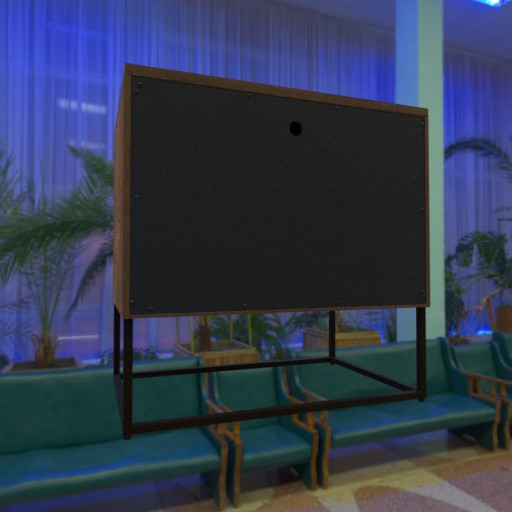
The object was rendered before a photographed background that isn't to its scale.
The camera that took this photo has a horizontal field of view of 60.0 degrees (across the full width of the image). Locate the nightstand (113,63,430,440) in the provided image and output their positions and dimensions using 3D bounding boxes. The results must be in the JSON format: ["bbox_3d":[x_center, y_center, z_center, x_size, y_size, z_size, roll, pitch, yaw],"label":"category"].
[{"bbox_3d":[0.000,0.000,1.016,0.610,0.610,0.437,1,-1,-20],"label":"nightstand"}]
